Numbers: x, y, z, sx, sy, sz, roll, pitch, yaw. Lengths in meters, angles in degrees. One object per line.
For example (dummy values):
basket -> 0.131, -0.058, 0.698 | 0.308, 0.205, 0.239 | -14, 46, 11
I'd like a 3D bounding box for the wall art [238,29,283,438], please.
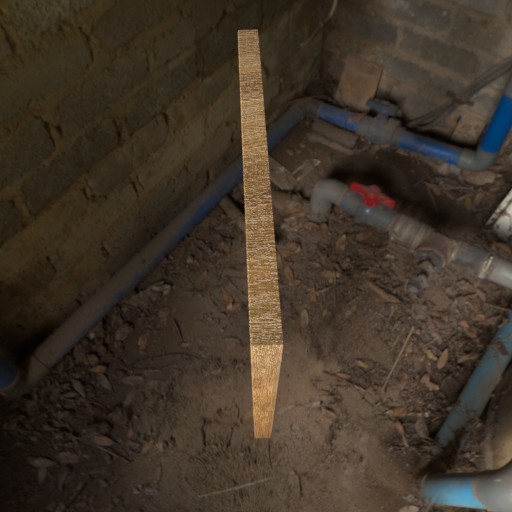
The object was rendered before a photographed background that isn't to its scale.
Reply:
wall art -> 0.000, 0.000, 0.913 | 0.042, 0.608, 0.611 | -2, 58, -1
